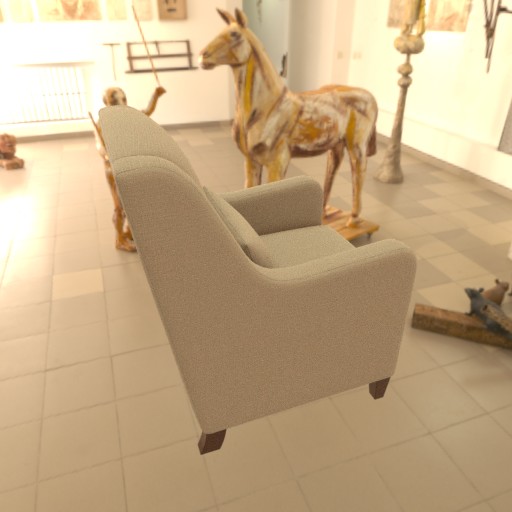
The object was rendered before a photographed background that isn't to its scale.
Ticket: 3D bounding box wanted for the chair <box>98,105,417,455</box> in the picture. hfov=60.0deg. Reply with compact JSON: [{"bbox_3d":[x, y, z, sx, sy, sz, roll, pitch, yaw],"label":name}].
[{"bbox_3d":[0.000,0.000,1.579,0.896,1.017,0.715,-10,31,-17],"label":"chair"}]
